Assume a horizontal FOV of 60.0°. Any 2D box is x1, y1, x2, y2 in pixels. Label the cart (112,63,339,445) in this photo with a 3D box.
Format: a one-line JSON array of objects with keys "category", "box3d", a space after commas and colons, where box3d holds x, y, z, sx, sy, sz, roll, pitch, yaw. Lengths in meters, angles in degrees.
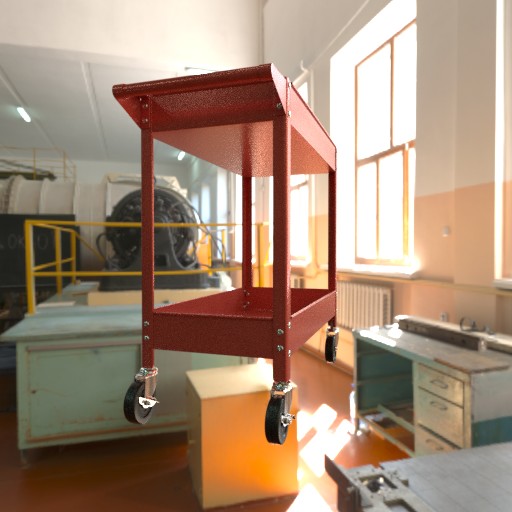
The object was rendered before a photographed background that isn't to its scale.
[{"category": "cart", "box3d": [0.000, 0.000, 1.201, 0.366, 0.719, 0.779, 0, 1, 19]}]
